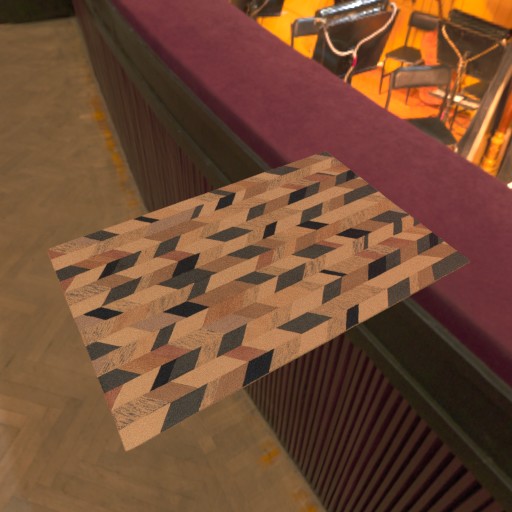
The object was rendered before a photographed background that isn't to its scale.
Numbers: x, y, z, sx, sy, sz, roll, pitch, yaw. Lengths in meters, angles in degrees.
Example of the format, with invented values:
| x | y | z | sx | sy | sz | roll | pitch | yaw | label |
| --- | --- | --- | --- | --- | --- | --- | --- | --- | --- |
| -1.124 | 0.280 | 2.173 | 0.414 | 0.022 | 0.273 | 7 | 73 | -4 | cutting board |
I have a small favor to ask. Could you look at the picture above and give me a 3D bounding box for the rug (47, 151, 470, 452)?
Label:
| x | y | z | sx | sy | sz | roll | pitch | yaw | label |
| --- | --- | --- | --- | --- | --- | --- | --- | --- | --- |
| 0.000 | 0.000 | 2.265 | 1.813 | 0.006 | 1.202 | -23 | 50 | -21 | rug |
